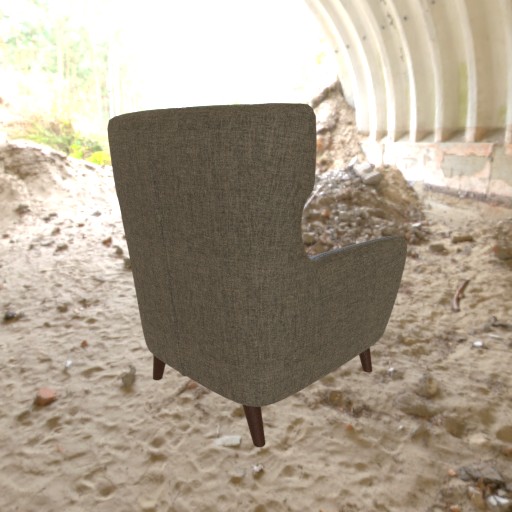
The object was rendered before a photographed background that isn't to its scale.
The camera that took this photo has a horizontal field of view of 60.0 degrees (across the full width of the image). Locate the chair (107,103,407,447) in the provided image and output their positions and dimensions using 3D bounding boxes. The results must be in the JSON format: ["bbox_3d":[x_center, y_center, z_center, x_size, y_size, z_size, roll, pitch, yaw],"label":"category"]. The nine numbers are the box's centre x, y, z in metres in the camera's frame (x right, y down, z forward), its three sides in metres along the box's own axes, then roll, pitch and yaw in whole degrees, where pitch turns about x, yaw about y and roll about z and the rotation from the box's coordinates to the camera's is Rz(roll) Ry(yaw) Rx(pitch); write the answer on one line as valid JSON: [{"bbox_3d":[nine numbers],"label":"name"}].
[{"bbox_3d":[0.000,0.000,1.731,0.878,1.063,0.904,14,20,43],"label":"chair"}]
